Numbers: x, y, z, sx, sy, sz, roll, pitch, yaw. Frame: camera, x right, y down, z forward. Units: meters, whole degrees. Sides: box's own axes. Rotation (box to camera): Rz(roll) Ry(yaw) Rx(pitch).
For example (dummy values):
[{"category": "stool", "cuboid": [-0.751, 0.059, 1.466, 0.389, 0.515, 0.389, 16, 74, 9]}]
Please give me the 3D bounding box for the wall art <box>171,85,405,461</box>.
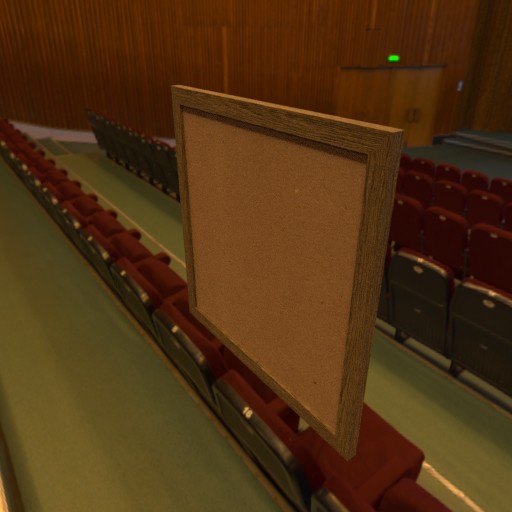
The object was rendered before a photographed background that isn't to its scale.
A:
[{"category": "wall art", "cuboid": [0.000, 0.000, 0.765, 0.019, 0.508, 0.508, -19, 33, -32]}]
